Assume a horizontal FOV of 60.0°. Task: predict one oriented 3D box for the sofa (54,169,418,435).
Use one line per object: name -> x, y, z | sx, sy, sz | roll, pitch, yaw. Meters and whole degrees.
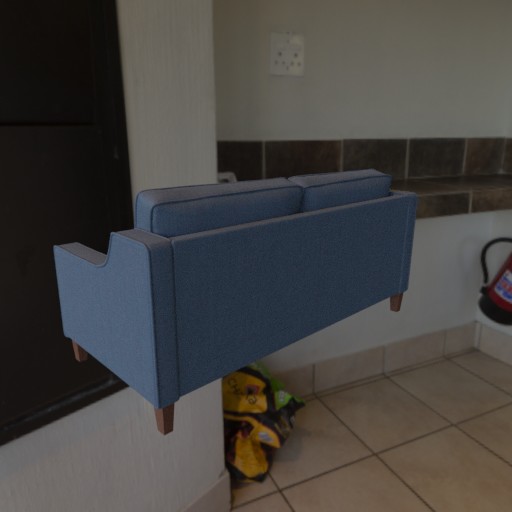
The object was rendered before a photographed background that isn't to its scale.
sofa -> 0.000, 0.000, 2.887 | 2.178, 1.071, 1.066 | -15, 21, -42
